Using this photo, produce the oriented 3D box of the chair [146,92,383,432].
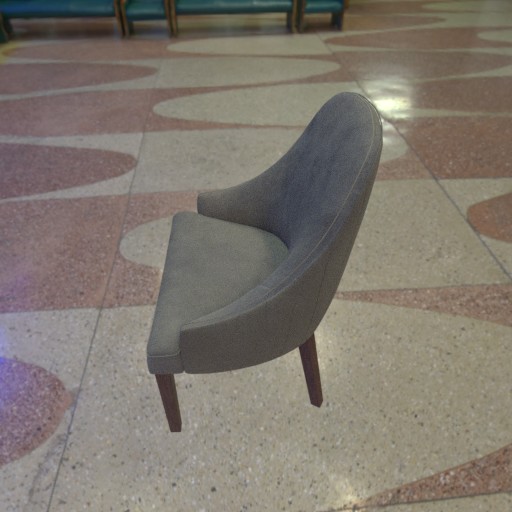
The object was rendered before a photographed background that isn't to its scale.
[{"bbox_3d":[0.000,0.000,1.308,0.575,0.889,0.643,-1,40,-1],"label":"chair"}]
